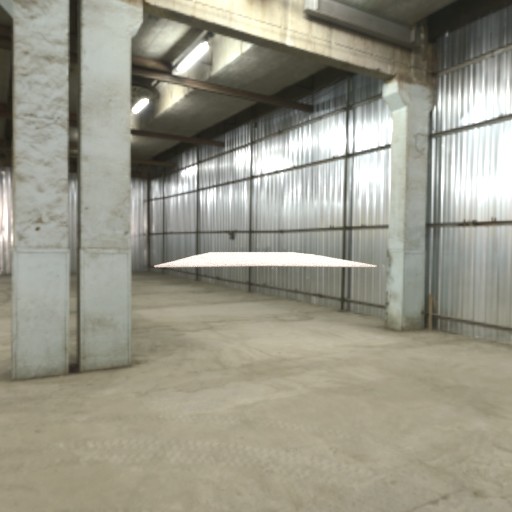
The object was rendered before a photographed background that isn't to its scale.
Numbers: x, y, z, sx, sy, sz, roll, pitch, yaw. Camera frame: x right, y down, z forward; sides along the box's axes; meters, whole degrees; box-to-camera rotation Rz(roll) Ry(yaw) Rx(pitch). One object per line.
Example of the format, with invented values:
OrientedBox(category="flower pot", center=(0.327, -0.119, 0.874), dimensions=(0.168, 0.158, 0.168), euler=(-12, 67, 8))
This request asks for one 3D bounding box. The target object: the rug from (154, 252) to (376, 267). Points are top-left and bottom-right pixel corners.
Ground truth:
OrientedBox(category="rug", center=(0.000, 0.000, 2.573), dimensions=(0.712, 0.013, 2.346), euler=(0, 2, -2))
